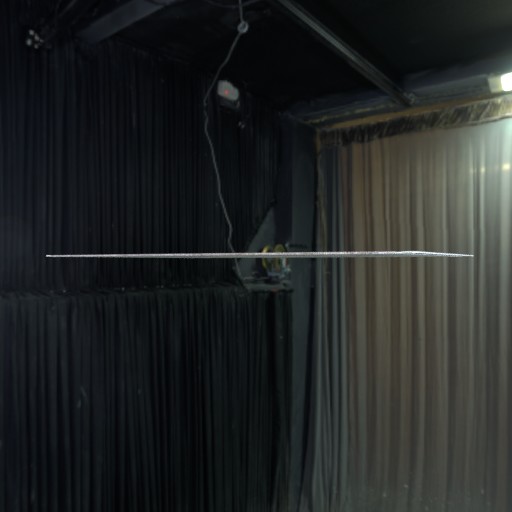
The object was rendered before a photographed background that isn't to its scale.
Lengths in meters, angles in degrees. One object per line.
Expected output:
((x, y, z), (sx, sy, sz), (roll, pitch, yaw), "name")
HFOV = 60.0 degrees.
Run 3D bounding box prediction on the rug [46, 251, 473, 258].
((0.000, 0.000, 2.964), (2.440, 0.010, 1.528), (0, -1, 34), "rug")
